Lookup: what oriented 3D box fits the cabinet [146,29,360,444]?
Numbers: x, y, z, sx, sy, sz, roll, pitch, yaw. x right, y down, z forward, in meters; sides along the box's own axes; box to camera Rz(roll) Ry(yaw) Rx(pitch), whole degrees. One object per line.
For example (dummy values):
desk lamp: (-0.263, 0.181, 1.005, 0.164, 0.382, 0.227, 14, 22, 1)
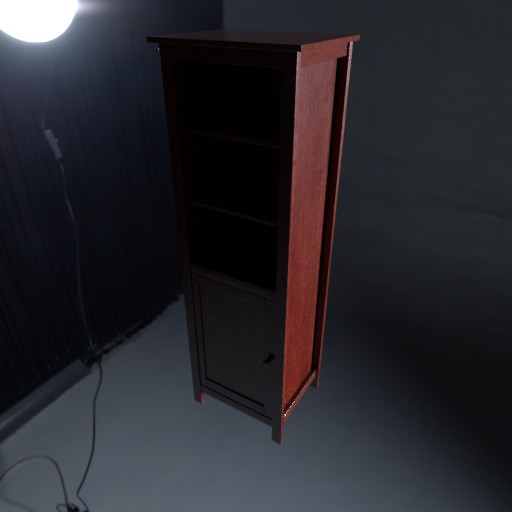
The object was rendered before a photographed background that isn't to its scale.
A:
cabinet: (0.000, 0.000, 1.700, 0.500, 1.518, 0.401, 17, 34, 27)
